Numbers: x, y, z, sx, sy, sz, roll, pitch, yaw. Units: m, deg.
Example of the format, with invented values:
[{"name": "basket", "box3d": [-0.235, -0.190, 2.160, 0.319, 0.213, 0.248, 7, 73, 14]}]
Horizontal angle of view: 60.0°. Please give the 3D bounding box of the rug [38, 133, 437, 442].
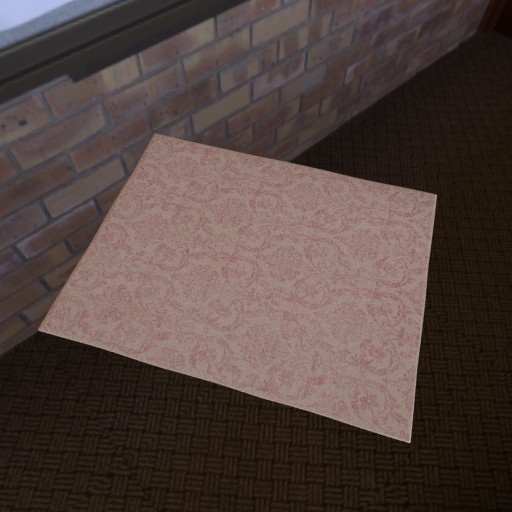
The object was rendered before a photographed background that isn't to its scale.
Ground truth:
[{"name": "rug", "box3d": [0.000, 0.000, 3.960, 2.980, 0.012, 2.363, 14, 59, 9]}]
